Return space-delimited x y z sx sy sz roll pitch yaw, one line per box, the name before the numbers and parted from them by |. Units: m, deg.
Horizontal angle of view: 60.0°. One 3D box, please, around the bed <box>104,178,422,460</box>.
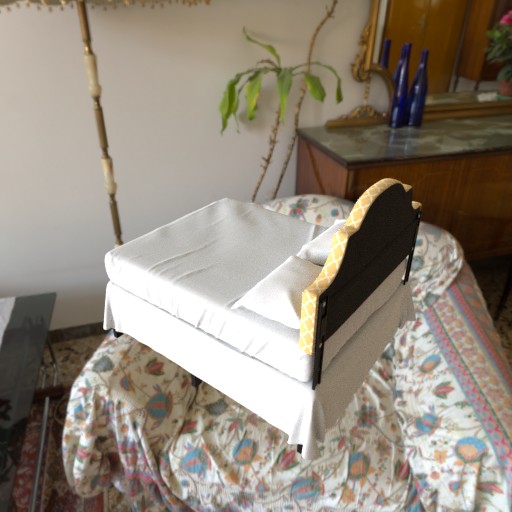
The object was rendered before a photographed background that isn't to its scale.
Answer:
bed | 0.000 0.000 3.553 2.222 1.633 1.780 21 35 32
